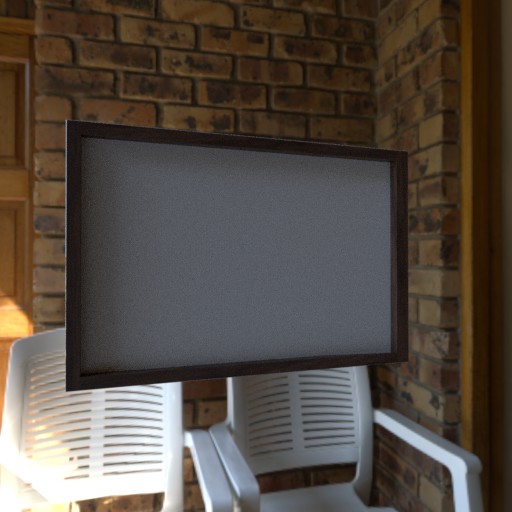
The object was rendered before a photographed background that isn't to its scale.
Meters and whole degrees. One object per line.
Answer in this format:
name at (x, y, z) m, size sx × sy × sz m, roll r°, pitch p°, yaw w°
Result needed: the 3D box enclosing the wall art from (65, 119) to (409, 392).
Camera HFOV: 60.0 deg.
wall art at (0.000, 0.000, 1.159) m, size 0.914 × 0.610 × 0.050 m, roll 0°, pitch 0°, yaw -19°
